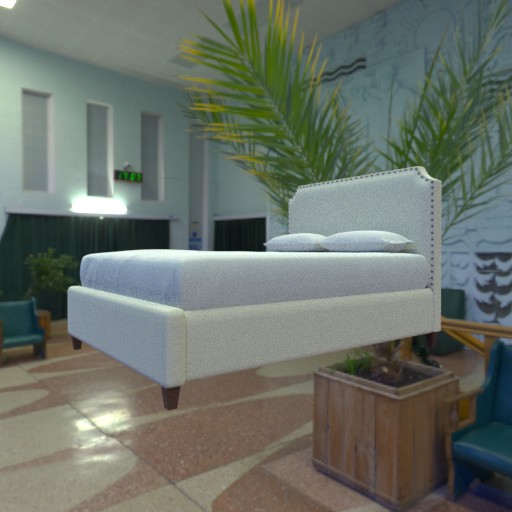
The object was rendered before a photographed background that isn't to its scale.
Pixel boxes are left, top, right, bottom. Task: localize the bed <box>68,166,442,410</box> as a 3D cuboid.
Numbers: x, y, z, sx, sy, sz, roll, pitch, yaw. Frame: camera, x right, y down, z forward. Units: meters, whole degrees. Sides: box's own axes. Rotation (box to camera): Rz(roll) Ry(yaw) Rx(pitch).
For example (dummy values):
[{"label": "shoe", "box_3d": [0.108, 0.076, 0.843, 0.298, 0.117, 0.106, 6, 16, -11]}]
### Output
[{"label": "bed", "box_3d": [0.000, 0.000, 3.399, 2.329, 1.415, 1.703, -1, 1, -37]}]
